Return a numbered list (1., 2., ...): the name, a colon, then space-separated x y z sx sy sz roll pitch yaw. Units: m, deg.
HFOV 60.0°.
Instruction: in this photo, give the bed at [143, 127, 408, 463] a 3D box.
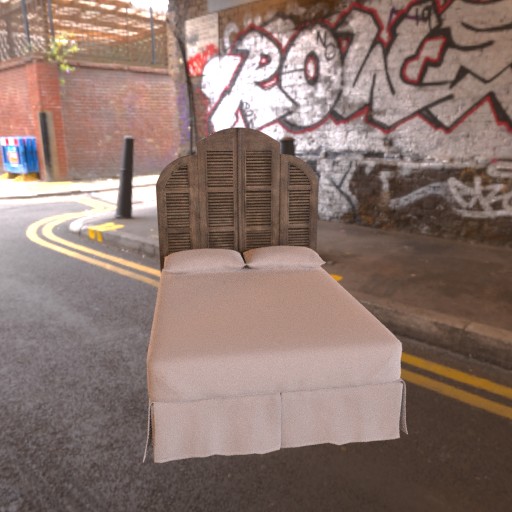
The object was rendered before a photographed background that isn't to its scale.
1. bed: 0.000 0.000 3.532 1.713 2.019 2.138 -2 15 -9
